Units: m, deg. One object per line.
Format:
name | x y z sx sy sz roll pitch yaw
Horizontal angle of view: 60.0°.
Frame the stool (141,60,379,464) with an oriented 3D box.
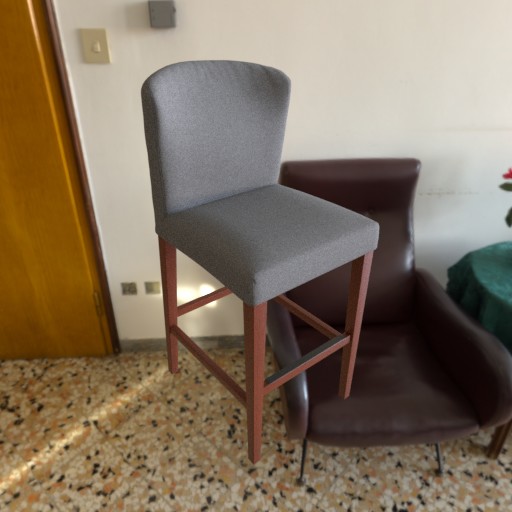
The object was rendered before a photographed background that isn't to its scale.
stool | 0.000 0.000 1.365 0.481 1.069 0.568 -22 36 -33
